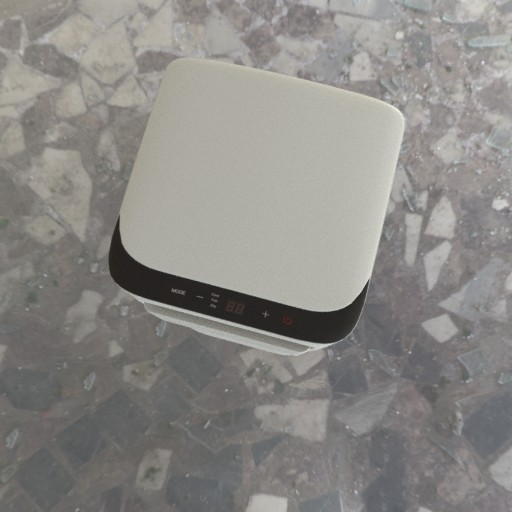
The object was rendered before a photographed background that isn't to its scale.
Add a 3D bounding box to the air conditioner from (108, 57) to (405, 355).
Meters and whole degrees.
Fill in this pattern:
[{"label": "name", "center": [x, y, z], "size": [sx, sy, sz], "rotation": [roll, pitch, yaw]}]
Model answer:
[{"label": "air conditioner", "center": [0.000, 0.000, 0.925], "size": [0.352, 0.716, 0.369], "rotation": [15, 76, 4]}]
